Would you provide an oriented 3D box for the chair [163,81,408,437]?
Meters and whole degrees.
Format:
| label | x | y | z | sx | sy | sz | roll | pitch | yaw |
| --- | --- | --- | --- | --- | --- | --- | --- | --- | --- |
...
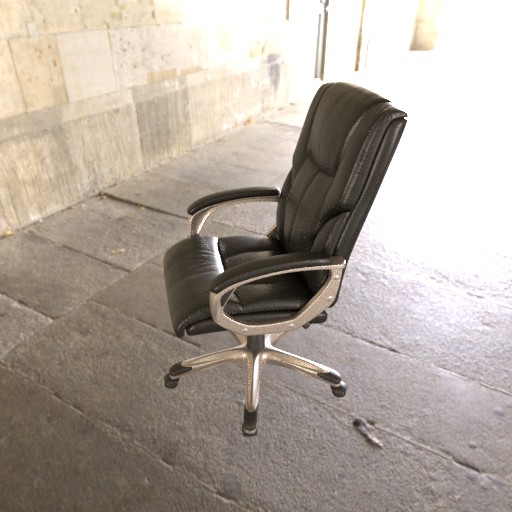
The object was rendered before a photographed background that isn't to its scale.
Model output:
| label | x | y | z | sx | sy | sz | roll | pitch | yaw |
| --- | --- | --- | --- | --- | --- | --- | --- | --- | --- |
| chair | 0.000 | 0.000 | 1.626 | 0.780 | 1.145 | 0.700 | -8 | 32 | -12 |
